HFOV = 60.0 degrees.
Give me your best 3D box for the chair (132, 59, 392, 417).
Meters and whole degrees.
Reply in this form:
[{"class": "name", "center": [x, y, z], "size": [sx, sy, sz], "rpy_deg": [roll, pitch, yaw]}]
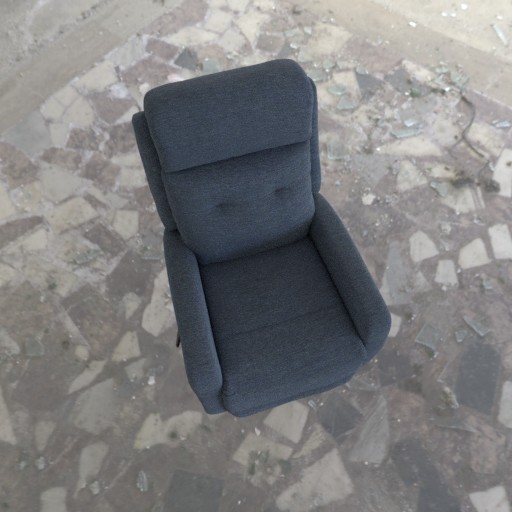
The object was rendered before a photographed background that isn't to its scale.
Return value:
[{"class": "chair", "center": [0.000, 0.000, 1.733], "size": [0.798, 1.013, 1.043], "rpy_deg": [-15, 66, -7]}]
